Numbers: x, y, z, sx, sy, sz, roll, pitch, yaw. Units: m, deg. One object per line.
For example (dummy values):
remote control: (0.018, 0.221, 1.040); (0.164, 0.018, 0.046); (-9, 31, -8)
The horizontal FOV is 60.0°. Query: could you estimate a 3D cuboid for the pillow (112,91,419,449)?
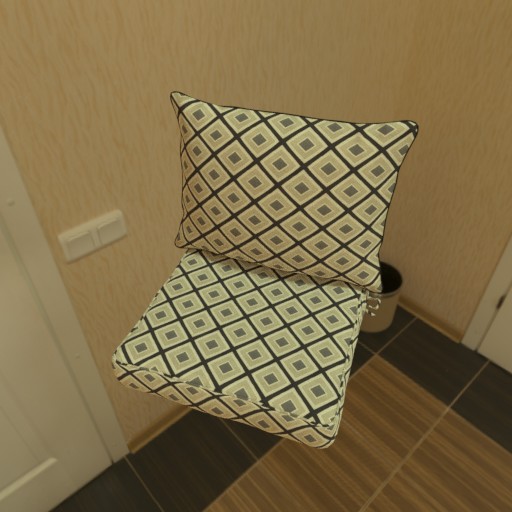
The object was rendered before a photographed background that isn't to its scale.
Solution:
pillow: (0.000, 0.000, 1.342); (0.798, 0.722, 0.733); (13, 42, 14)
